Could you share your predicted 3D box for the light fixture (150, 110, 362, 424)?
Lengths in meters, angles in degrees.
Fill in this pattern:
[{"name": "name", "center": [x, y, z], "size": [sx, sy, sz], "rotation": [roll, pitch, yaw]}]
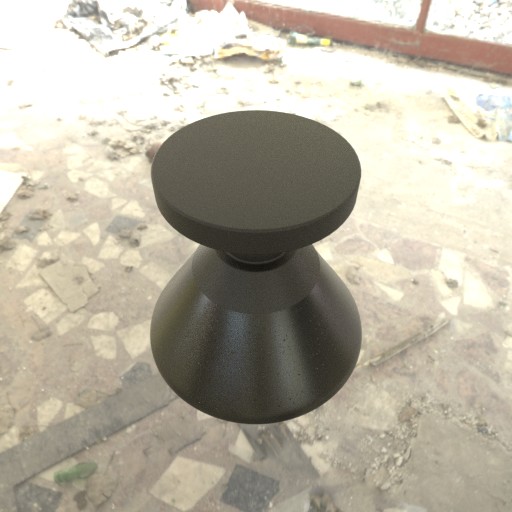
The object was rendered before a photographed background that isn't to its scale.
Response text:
[{"name": "light fixture", "center": [0.000, 0.000, 0.361], "size": [0.200, 0.183, 0.200], "rotation": [0, 46, 0]}]
